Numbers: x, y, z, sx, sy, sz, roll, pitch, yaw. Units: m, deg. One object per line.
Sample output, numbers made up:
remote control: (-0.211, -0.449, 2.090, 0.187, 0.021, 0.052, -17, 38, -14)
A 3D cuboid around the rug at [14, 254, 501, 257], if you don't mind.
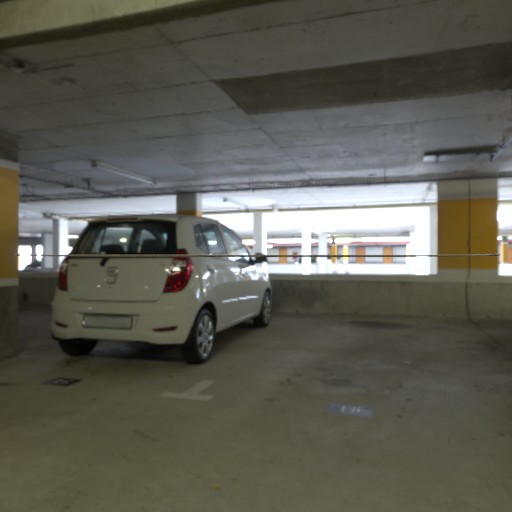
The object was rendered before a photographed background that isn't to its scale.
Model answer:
rug: (0.000, 0.000, 2.510, 2.108, 0.009, 1.248, 0, 0, 0)
